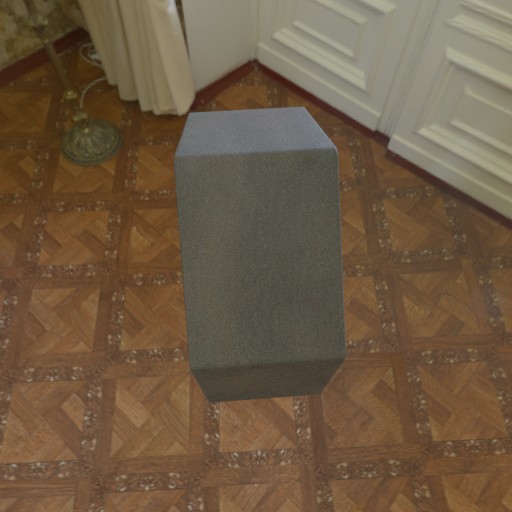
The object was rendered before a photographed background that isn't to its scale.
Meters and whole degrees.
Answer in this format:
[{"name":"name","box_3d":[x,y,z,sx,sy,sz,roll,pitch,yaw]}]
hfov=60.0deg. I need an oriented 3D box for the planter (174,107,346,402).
[{"name":"planter","box_3d":[0.000,0.000,0.297,0.077,0.206,0.169,-4,63,-2]}]
